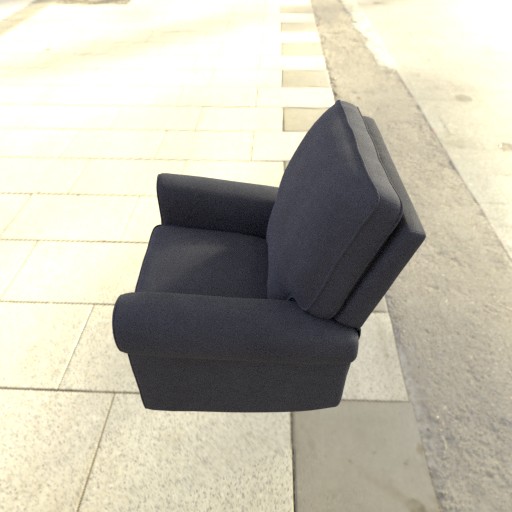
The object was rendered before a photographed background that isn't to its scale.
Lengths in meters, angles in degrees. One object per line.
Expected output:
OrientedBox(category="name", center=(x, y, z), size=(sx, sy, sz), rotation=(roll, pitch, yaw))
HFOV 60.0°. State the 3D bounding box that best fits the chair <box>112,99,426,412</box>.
OrientedBox(category="chair", center=(0.000, 0.000, 1.648), size=(0.878, 0.961, 0.890), rotation=(0, 41, 0))
